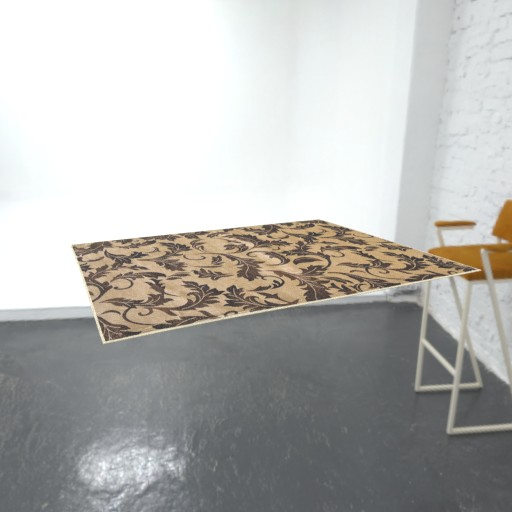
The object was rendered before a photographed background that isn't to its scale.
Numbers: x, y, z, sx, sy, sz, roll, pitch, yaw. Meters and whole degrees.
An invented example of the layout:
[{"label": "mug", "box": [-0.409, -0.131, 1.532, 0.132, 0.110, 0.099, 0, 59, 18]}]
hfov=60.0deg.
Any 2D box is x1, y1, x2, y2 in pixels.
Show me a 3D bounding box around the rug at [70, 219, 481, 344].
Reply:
[{"label": "rug", "box": [0.000, 0.000, 4.027, 2.977, 0.008, 2.380, -8, 18, -25]}]
